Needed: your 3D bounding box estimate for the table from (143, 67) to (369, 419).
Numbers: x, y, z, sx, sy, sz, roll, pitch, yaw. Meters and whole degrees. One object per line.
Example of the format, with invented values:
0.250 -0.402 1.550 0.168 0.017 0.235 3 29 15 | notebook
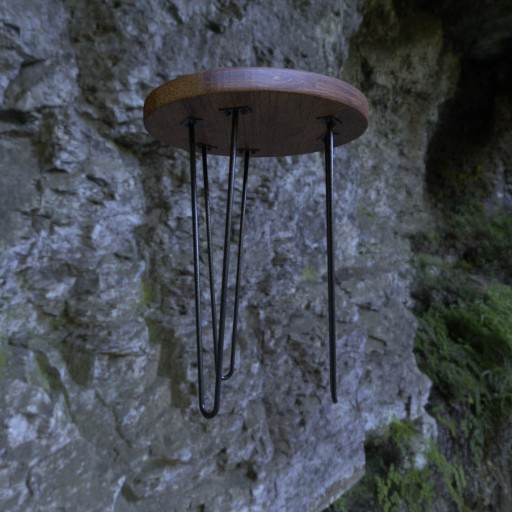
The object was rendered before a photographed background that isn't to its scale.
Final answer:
0.000 0.000 0.808 0.400 0.520 0.400 0 -1 0 | table
